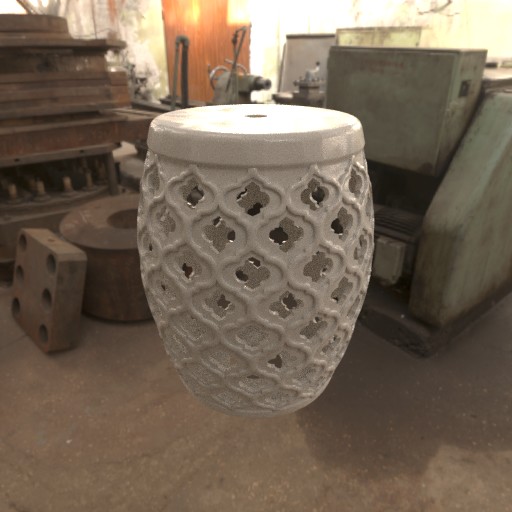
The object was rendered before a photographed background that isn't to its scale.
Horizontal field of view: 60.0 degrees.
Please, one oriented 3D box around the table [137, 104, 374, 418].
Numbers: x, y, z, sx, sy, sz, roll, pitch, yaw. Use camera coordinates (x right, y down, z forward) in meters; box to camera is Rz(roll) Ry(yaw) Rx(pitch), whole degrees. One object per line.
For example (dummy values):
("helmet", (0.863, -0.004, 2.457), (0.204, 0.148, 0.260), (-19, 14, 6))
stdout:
("table", (0.000, 0.000, 0.639), (0.325, 0.388, 0.325), (0, 25, 0))
